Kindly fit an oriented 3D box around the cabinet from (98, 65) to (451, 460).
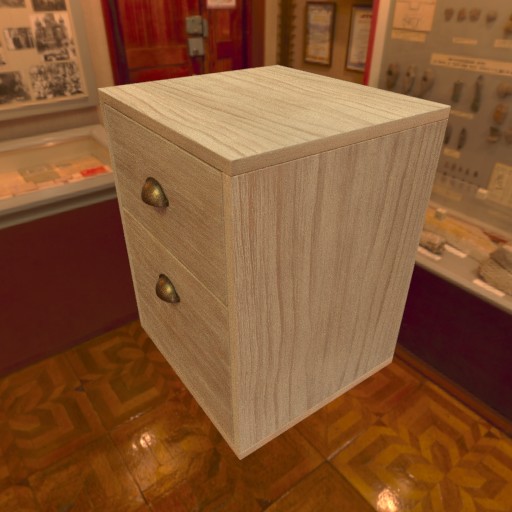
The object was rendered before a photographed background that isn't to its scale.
[{"bbox_3d":[0.000,0.000,0.838,0.401,0.579,0.409,-21,38,-29],"label":"cabinet"}]
